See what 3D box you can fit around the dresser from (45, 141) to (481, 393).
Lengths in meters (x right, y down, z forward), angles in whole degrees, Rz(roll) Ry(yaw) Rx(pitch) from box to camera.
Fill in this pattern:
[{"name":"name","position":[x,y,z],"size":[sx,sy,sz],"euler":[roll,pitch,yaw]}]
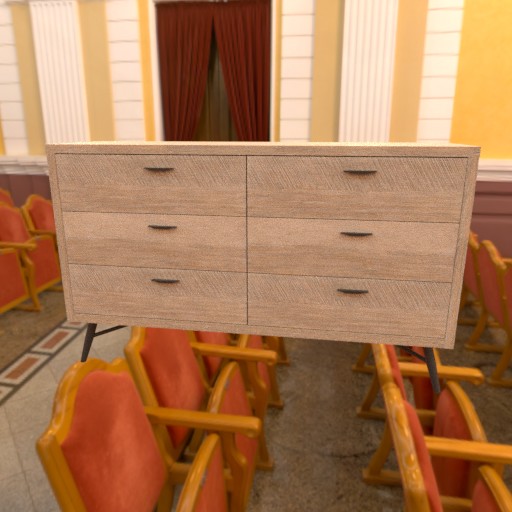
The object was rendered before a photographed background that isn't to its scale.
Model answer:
[{"name":"dresser","position":[0.000,0.000,1.857],"size":[1.524,0.914,0.457],"euler":[3,16,9]}]
